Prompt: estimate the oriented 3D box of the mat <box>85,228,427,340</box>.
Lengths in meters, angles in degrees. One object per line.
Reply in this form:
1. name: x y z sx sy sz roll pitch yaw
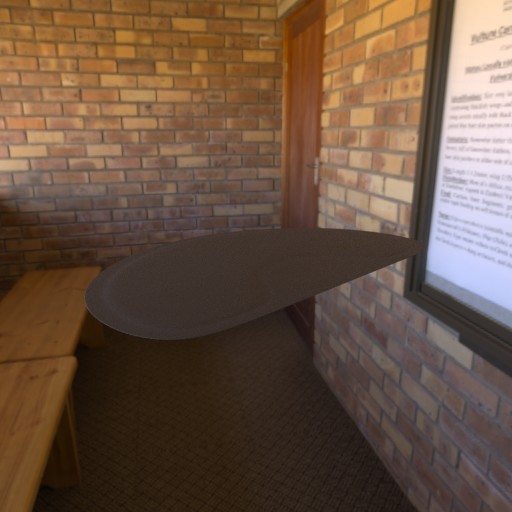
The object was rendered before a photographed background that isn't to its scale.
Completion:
1. mat: 0.000 0.000 1.826 1.524 0.013 0.913 -15 21 -43
